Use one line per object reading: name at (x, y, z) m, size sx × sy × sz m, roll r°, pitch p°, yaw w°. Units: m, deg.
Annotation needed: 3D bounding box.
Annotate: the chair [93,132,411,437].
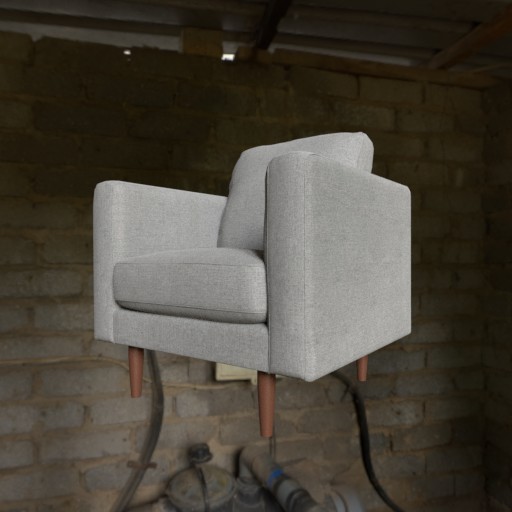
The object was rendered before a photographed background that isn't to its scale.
chair at (0.000, 0.000, 1.554) m, size 0.855 × 0.927 × 0.800 m, roll 0°, pitch 0°, yaw 36°
